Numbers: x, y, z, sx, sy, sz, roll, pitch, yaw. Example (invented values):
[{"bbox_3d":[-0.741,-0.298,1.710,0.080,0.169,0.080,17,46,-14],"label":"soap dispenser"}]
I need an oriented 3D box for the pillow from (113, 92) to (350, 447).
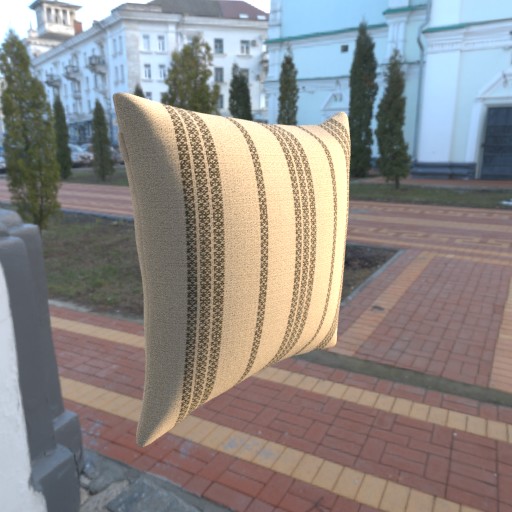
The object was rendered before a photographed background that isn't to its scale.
[{"bbox_3d":[0.000,0.000,0.623,0.173,0.406,0.405,13,19,43],"label":"pillow"}]
